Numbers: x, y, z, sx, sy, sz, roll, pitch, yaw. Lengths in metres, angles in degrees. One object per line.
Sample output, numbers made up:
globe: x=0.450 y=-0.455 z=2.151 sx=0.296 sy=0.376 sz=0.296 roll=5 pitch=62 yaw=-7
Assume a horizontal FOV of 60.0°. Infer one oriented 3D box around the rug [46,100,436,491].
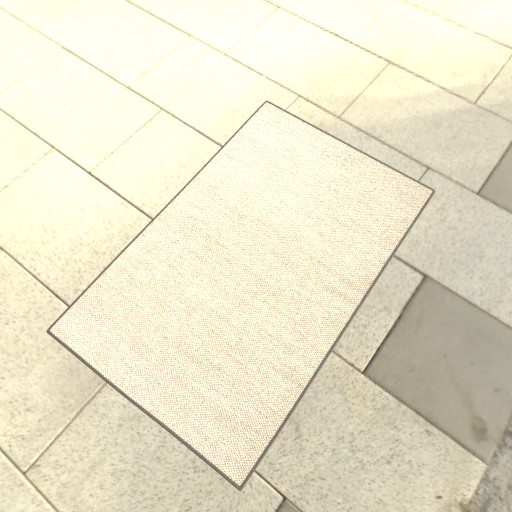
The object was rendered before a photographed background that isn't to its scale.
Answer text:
rug: x=0.000 y=0.000 z=2.100 sx=1.067 sy=0.013 sz=1.676 roll=33 pitch=68 yaw=15
